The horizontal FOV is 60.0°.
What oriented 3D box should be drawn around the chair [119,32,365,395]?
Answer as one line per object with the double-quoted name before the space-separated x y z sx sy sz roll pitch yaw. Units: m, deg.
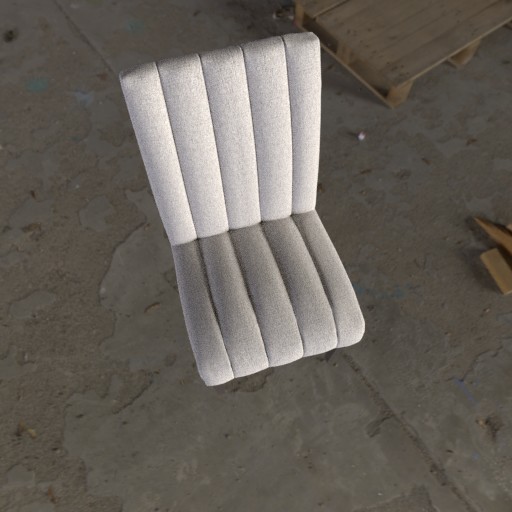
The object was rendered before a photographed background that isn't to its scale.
"chair" 0.000 0.000 1.358 0.511 1.016 0.647 -15 65 -7
